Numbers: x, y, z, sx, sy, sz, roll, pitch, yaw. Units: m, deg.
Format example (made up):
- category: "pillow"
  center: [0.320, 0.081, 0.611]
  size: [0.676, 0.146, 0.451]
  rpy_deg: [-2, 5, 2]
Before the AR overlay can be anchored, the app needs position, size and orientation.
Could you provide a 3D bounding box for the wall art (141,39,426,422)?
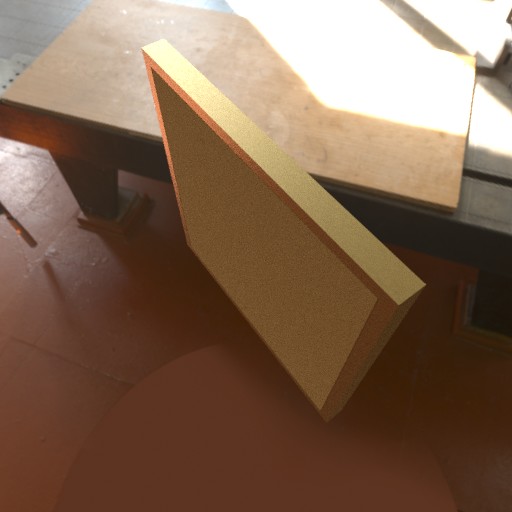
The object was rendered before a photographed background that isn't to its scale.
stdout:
- category: "wall art"
  center: [0.000, 0.000, 1.892]
  size: [0.095, 1.284, 1.284]
  rpy_deg: [-32, 63, -18]
